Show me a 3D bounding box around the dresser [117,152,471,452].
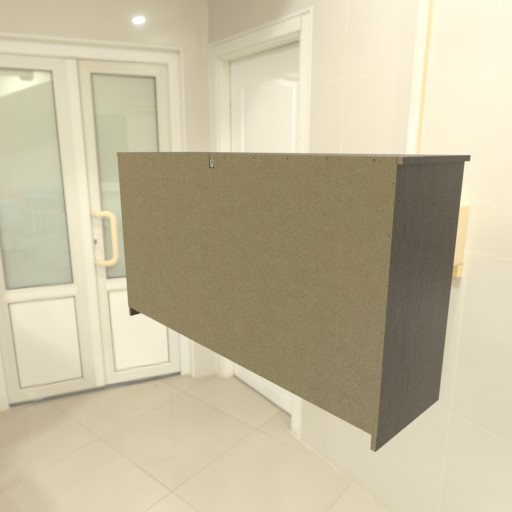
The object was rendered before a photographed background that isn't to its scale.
[{"bbox_3d":[0.000,0.000,1.672,0.401,0.755,1.360,-13,19,-42],"label":"dresser"}]
